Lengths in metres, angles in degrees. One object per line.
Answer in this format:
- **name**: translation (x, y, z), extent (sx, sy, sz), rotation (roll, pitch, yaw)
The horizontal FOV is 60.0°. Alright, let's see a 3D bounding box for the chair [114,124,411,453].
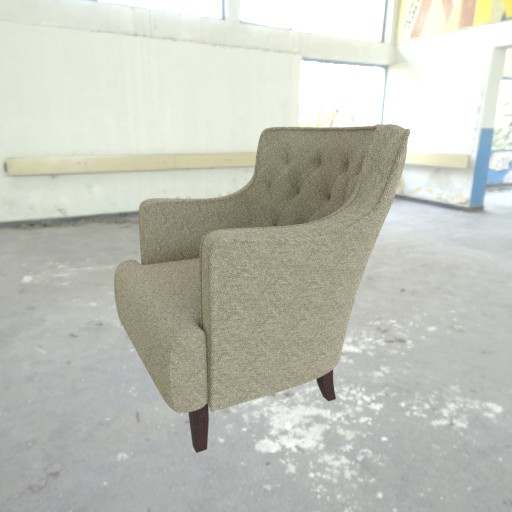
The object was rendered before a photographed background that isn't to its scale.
- **chair**: translation (0.000, 0.000, 1.639), extent (0.910, 0.920, 0.820), rotation (-8, 17, -26)
